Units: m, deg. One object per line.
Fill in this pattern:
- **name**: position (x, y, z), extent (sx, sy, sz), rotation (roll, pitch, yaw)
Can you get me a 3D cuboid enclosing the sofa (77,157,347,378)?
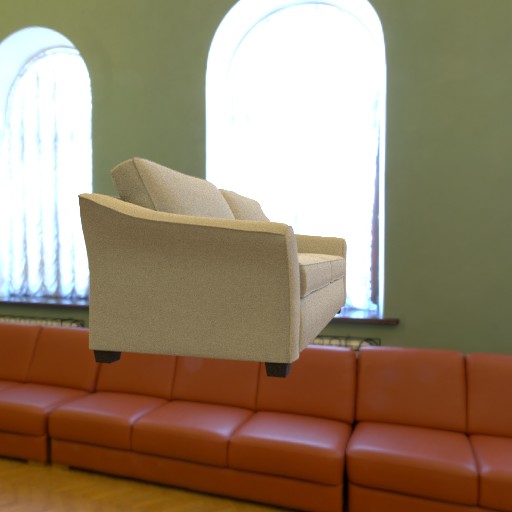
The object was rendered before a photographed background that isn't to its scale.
- **sofa**: position (0.000, 0.000, 2.864), extent (0.980, 0.965, 2.270), rotation (0, 1, 17)
